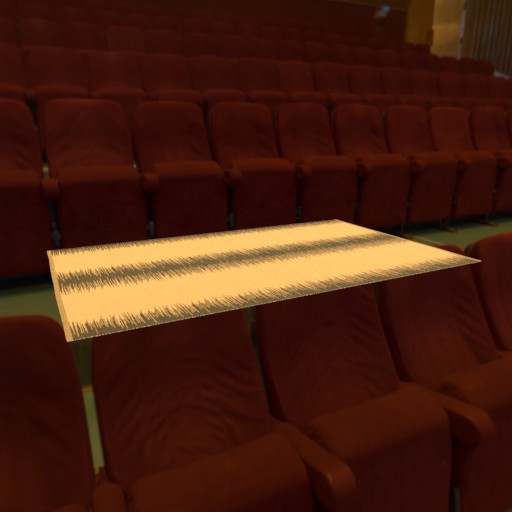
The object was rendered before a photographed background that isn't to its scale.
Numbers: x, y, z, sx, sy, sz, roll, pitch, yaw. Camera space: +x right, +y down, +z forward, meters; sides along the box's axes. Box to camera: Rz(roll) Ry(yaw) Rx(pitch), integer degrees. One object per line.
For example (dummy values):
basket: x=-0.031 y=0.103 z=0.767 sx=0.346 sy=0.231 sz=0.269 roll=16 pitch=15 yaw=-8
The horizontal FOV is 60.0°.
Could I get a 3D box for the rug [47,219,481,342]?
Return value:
rug: x=0.000 y=0.000 z=2.924 sx=2.453 sy=0.003 sz=1.519 roll=-8 pitch=18 yaw=-26
